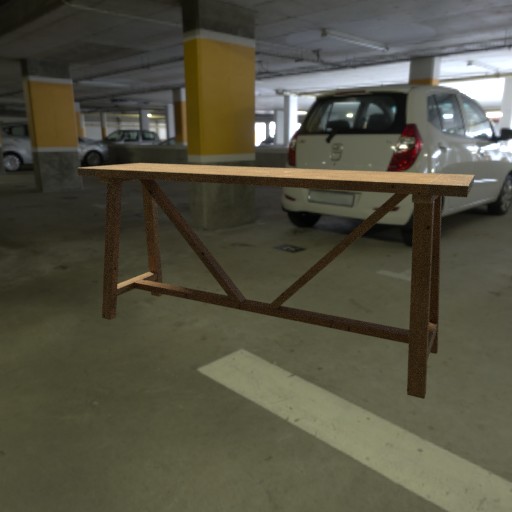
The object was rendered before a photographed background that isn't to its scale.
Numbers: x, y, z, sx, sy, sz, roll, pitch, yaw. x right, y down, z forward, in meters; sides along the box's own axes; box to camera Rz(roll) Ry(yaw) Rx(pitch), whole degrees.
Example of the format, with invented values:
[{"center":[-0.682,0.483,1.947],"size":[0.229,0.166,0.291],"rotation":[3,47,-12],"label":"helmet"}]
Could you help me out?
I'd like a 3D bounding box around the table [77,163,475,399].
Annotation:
[{"center":[0.000,0.000,2.145],"size":[1.800,0.810,0.465],"rotation":[8,17,27],"label":"table"}]
